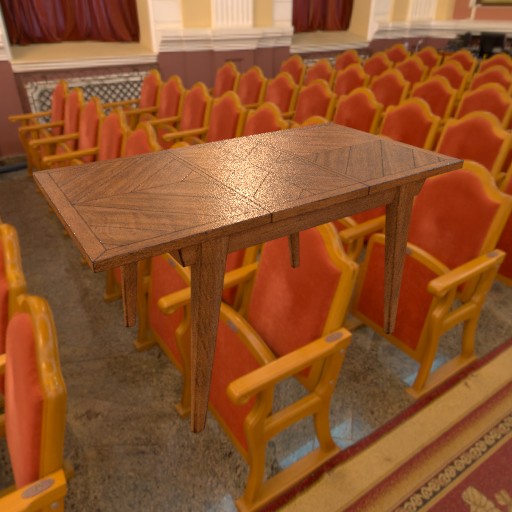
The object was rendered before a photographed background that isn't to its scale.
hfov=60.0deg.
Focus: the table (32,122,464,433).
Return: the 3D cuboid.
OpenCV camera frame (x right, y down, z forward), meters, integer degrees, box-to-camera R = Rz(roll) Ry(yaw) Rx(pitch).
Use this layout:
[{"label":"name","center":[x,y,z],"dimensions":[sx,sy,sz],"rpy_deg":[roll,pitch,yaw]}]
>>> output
[{"label":"table","center":[0.000,0.000,1.818],"dimensions":[1.400,0.760,0.757],"rpy_deg":[-18,34,-29]}]
